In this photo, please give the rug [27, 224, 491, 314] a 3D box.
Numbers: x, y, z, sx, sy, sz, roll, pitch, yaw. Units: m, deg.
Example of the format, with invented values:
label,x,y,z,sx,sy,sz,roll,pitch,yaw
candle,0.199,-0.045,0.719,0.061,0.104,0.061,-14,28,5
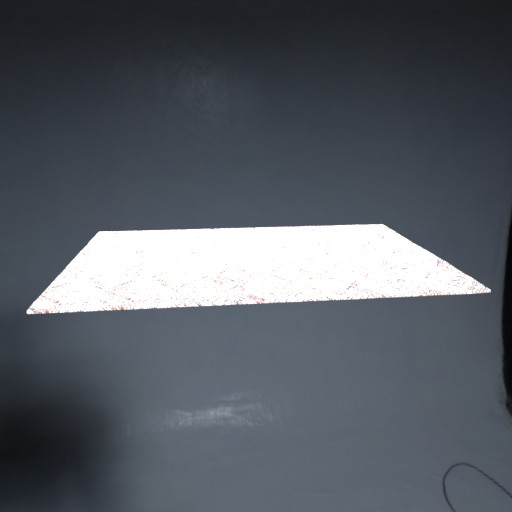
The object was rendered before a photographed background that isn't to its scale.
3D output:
label,x,y,z,sx,sy,sz,roll,pitch,yaw
rug,0.000,0.000,2.190,1.761,0.014,1.143,-2,17,-6
